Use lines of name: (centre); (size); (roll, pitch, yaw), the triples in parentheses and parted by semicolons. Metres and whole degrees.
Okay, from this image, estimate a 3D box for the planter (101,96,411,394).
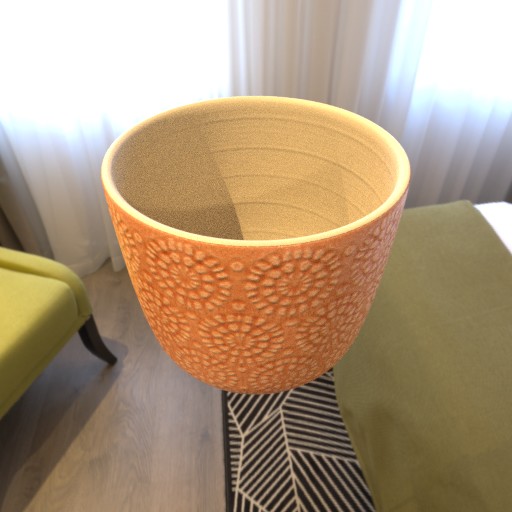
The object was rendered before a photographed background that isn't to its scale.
planter: (0.000, 0.000, 0.367); (0.208, 0.190, 0.208); (0, 40, 0)
